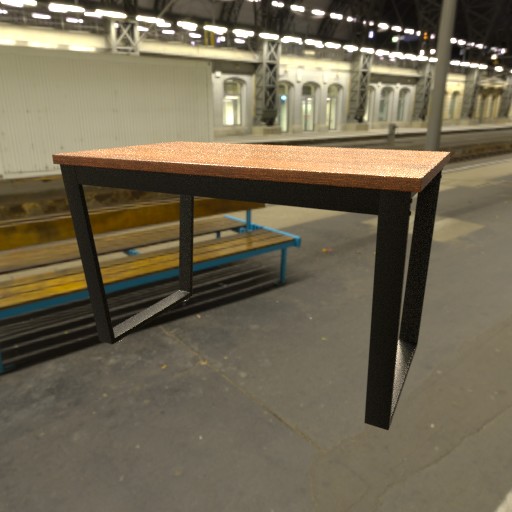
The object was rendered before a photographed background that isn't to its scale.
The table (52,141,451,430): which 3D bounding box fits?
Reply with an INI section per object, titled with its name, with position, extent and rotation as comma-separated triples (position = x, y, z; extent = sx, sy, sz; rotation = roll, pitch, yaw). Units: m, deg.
[table]
position = 0.000, 0.000, 1.674
extent = 1.205, 0.760, 0.714
rotation = 9, 20, 26
